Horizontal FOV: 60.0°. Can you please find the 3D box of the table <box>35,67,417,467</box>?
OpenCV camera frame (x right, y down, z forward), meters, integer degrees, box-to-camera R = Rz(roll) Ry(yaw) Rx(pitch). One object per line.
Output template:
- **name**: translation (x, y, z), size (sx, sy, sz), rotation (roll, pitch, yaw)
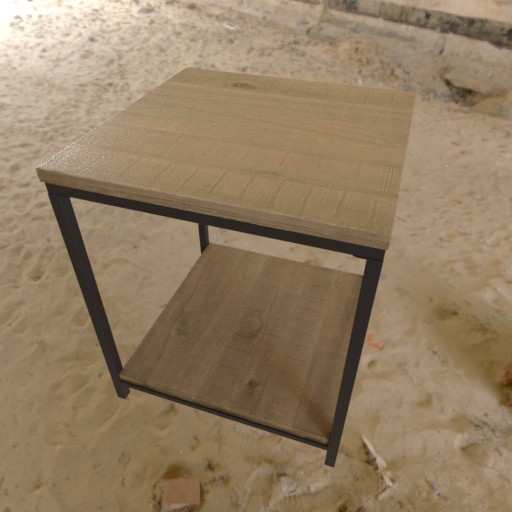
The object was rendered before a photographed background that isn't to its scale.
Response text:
- **table**: translation (0.000, 0.000, 0.952), size (0.507, 0.589, 0.503), rotation (12, 41, 14)
